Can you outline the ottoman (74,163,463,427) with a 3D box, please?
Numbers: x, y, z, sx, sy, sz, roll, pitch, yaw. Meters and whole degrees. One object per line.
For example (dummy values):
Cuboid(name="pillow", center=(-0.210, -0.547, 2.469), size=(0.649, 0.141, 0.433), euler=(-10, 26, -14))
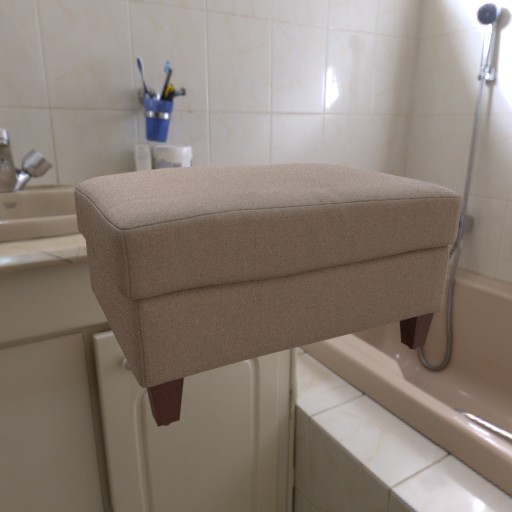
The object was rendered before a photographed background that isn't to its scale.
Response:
Cuboid(name="ottoman", center=(0.000, 0.000, 1.291), size=(0.902, 0.511, 0.692), euler=(-8, 18, -27))
